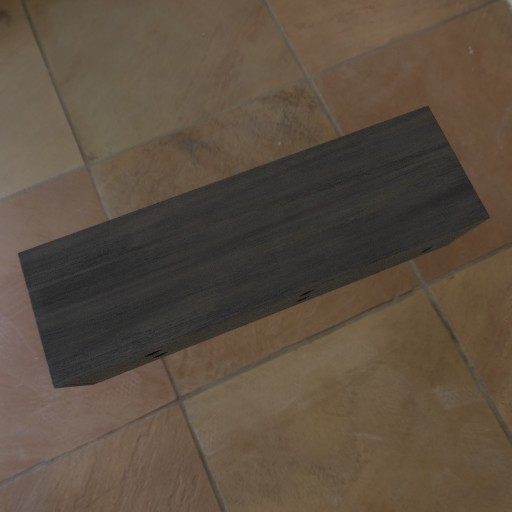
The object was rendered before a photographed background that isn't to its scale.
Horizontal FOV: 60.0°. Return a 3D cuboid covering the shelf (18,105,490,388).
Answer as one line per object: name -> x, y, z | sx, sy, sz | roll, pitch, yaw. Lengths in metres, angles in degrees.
shelf -> 0.000, 0.000, 1.507 | 1.300, 0.495, 0.400 | -21, 77, -5
